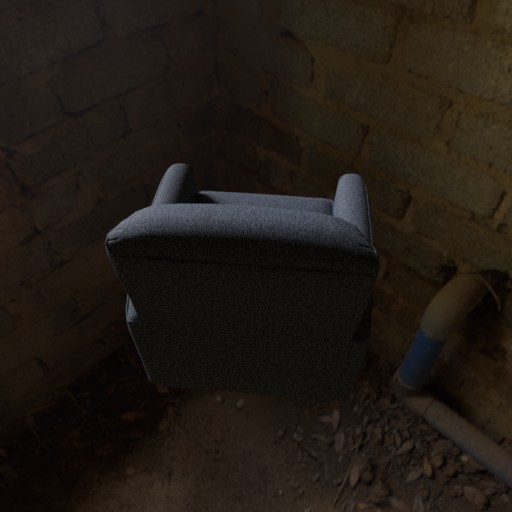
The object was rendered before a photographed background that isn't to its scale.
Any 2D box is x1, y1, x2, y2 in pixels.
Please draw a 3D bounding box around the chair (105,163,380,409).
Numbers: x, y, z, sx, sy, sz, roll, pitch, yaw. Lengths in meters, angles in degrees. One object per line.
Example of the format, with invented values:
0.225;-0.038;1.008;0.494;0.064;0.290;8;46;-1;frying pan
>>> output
0.000;0.000;1.650;0.839;1.016;0.850;4;47;4;chair
